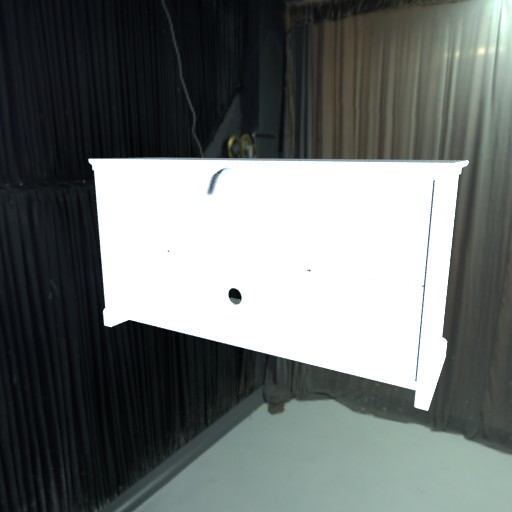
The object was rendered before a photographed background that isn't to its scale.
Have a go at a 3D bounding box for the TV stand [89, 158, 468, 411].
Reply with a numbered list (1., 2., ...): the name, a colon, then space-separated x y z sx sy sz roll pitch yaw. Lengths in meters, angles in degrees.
1. TV stand: 0.000 0.000 1.469 1.187 0.624 0.424 7 15 29
